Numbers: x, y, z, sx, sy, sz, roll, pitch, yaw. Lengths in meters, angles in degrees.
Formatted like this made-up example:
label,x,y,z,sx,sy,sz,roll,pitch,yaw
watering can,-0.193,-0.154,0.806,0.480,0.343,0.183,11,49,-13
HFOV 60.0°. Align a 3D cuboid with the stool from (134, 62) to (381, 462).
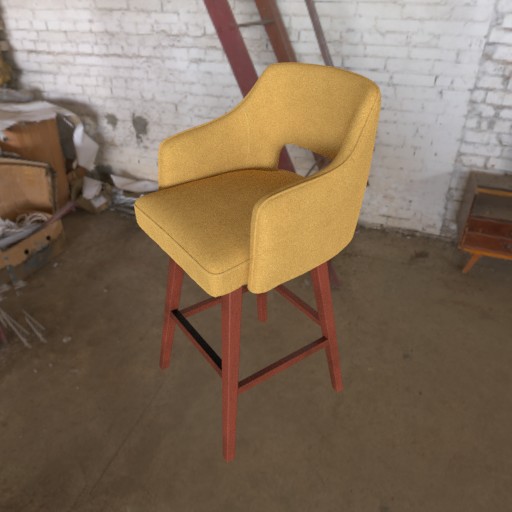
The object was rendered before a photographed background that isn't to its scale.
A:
label,x,y,z,sx,sy,sz,roll,pitch,yaw
stool,0.000,0.000,1.338,0.558,1.012,0.548,-21,38,-29
